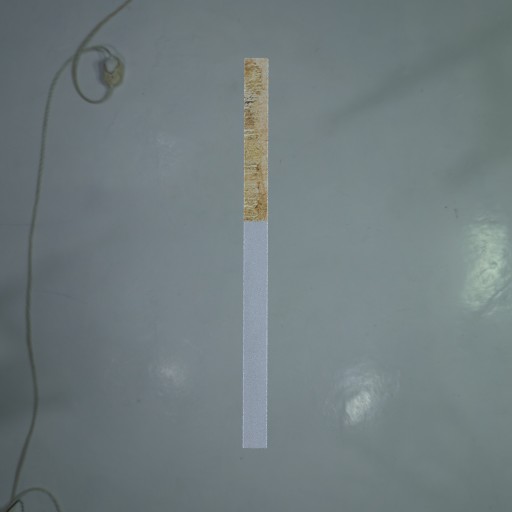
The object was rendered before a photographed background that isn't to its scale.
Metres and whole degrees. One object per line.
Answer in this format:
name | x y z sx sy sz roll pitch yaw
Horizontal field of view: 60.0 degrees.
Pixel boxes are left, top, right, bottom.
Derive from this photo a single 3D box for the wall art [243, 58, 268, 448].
wall art | 0.000 0.000 1.146 0.039 0.911 0.607 0 89 0
